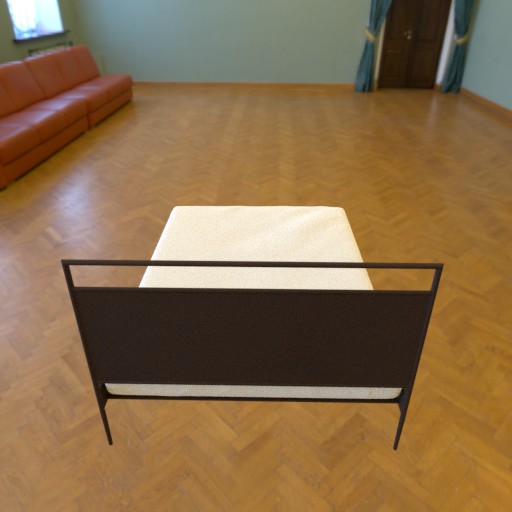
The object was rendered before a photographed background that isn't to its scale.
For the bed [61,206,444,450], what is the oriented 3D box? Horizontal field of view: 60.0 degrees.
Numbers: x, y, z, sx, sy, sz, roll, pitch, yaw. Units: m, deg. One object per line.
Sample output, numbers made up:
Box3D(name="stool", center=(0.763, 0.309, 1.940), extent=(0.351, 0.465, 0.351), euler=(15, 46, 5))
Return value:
Box3D(name="bed", center=(0.000, 0.000, 3.020), extent=(1.572, 1.173, 2.122), euler=(1, 30, 1))
